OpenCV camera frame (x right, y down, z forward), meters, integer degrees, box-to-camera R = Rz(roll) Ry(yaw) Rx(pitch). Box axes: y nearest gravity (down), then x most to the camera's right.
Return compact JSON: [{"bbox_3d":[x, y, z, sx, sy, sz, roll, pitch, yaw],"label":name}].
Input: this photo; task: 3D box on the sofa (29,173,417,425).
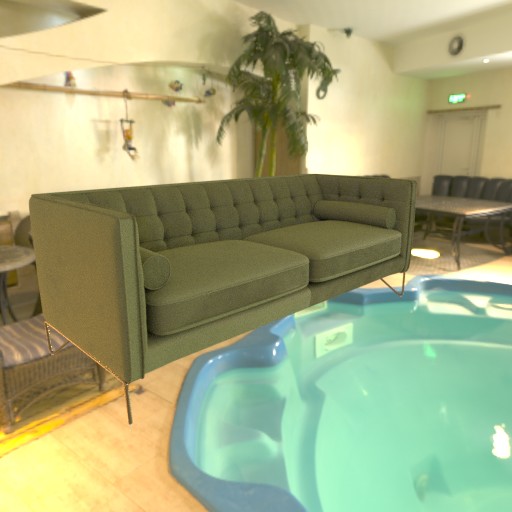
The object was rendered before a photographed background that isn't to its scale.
[{"bbox_3d":[0.000,0.000,2.491,2.087,0.789,0.867,-14,20,-43],"label":"sofa"}]
